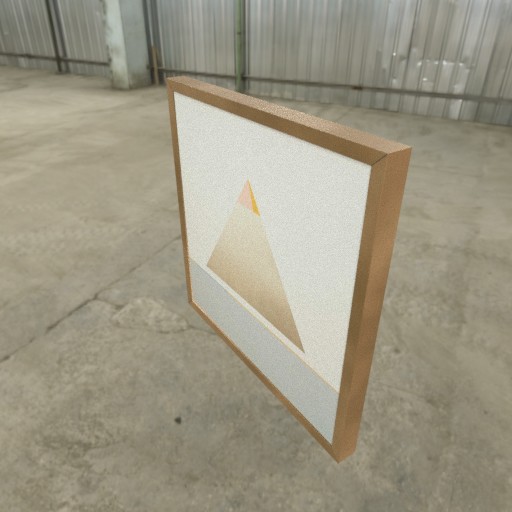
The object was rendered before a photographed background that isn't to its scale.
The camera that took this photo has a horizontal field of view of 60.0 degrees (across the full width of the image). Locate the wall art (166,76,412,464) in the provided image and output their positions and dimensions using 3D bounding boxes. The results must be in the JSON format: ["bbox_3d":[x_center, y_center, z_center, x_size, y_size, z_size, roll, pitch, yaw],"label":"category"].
[{"bbox_3d":[0.000,0.000,0.765,0.038,0.511,0.513,-20,37,-29],"label":"wall art"}]
